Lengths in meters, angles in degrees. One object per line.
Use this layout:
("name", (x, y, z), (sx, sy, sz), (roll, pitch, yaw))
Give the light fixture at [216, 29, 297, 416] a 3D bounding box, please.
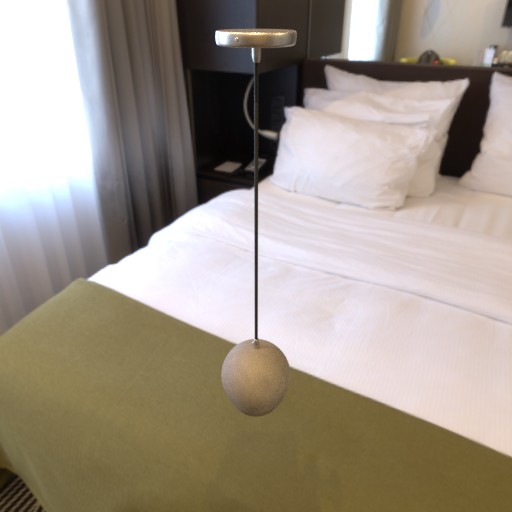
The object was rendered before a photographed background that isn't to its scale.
("light fixture", (0.000, 0.000, 0.838), (0.153, 0.760, 0.153), (0, 29, -1))
